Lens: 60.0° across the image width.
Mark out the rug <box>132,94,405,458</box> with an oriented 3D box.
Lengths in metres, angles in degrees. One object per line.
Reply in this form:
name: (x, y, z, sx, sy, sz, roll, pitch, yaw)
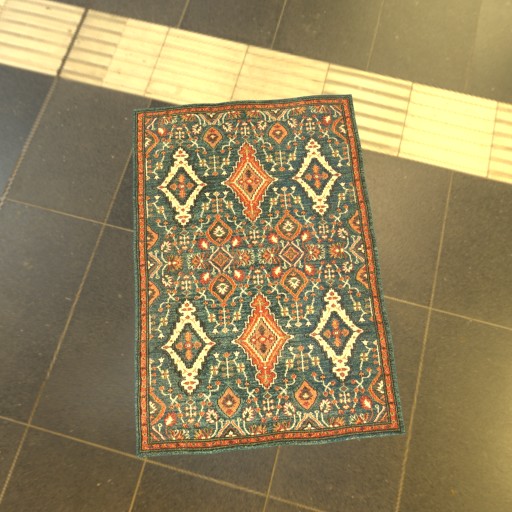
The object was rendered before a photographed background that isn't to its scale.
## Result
rug: (0.000, 0.000, 2.938, 1.622, 0.009, 2.373, -4, 75, -1)
